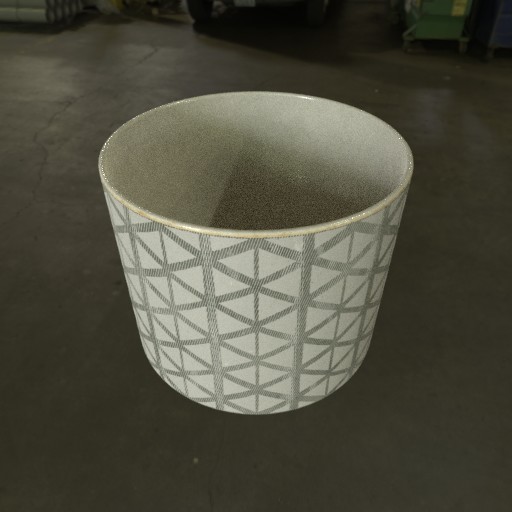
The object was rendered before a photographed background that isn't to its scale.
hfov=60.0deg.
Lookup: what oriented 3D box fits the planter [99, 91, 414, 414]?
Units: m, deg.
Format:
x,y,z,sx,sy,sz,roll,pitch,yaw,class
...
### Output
x,y,z,sx,sy,sz,roll,pitch,yaw,class
0.000,0.000,0.333,0.190,0.181,0.190,0,39,0,planter
